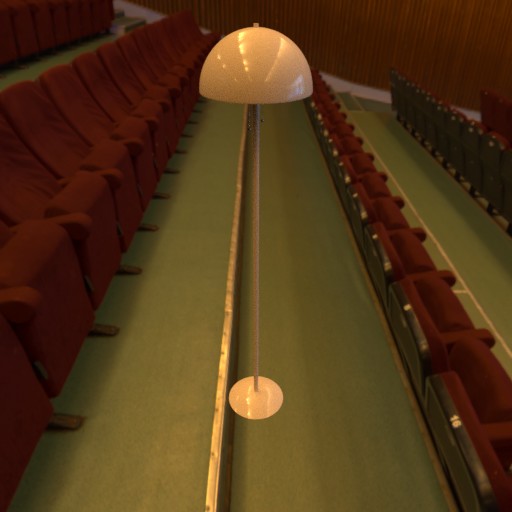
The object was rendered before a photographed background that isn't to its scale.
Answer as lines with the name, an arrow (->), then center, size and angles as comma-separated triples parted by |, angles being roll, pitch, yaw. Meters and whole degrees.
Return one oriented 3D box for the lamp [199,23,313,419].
lamp -> 0.000, 0.000, 1.589 | 0.328, 1.480, 0.328 | 0, 32, 0
